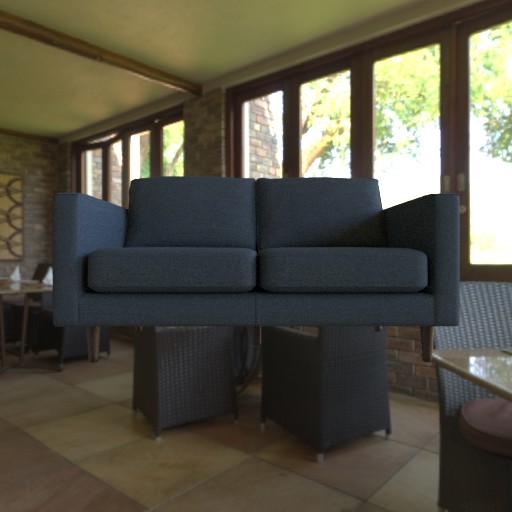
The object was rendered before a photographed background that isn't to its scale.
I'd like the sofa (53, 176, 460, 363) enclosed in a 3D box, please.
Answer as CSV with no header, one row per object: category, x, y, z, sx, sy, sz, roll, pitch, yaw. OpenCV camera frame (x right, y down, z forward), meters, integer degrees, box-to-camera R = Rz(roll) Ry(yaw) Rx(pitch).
sofa,0.000,0.000,2.251,1.659,0.907,0.999,0,0,0
